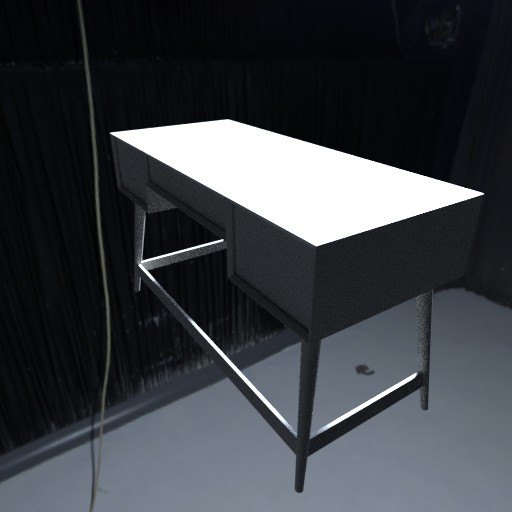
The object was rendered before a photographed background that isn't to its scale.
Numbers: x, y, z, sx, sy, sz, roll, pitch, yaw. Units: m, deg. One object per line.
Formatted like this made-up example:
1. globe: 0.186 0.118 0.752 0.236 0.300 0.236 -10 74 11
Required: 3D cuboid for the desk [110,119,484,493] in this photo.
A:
1. desk: 0.000 0.000 1.678 0.589 0.762 1.313 -17 31 -30
